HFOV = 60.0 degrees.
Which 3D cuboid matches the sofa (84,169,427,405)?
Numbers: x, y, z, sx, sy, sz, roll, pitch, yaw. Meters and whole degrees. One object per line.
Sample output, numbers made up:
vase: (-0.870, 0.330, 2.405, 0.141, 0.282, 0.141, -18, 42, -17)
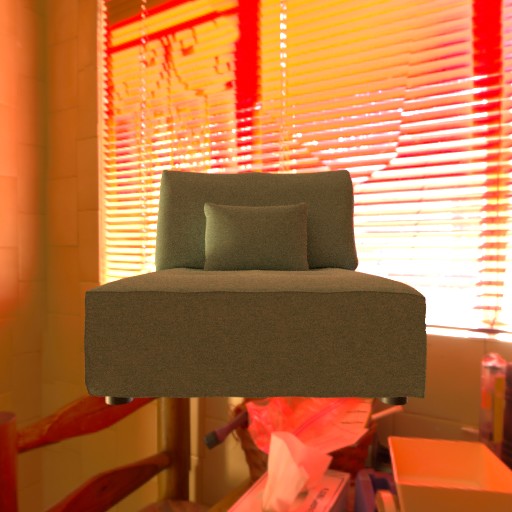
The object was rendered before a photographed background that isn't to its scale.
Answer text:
sofa: (0.000, 0.000, 1.694, 0.930, 0.820, 1.000, 0, 0, 0)
